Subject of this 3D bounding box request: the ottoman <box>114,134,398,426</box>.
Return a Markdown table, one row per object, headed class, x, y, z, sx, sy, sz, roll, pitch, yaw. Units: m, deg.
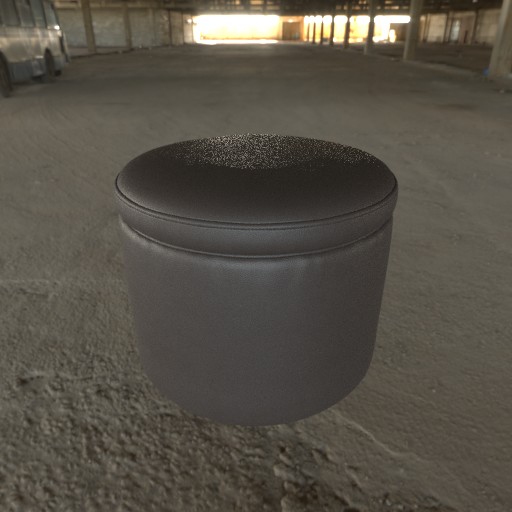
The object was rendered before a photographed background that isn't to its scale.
| class | x | y | z | sx | sy | sz | roll | pitch | yaw |
| --- | --- | --- | --- | --- | --- | --- | --- | --- | --- |
| ottoman | 0.000 | 0.000 | 0.879 | 0.500 | 0.409 | 0.500 | 0 | 27 | 0 |
